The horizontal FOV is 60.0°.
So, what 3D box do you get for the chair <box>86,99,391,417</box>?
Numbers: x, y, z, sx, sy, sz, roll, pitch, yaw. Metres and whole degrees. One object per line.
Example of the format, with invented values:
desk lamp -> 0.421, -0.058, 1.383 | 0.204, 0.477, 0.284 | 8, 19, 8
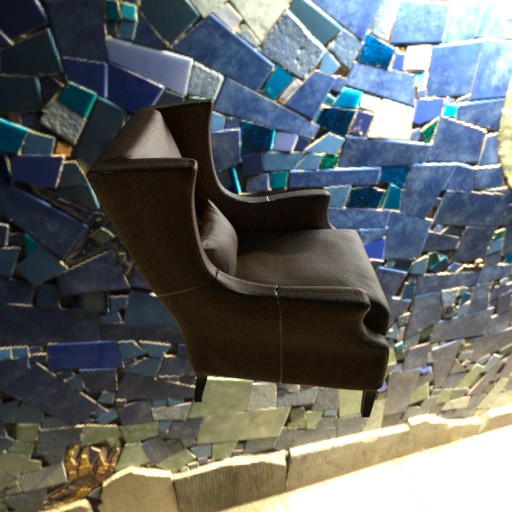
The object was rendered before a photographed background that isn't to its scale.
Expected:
chair -> 0.000, 0.000, 1.716 | 0.925, 1.016, 0.852 | -1, 33, -1
